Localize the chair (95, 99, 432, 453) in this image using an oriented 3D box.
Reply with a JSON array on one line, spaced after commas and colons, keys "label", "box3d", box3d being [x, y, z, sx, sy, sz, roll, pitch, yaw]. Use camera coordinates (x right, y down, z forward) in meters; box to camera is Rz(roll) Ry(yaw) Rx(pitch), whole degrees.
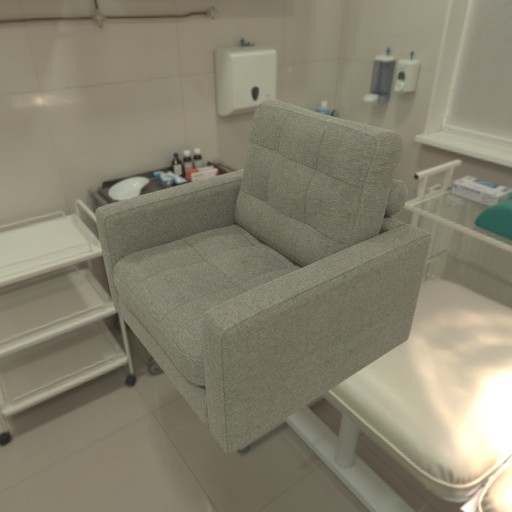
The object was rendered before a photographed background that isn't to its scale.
[{"label": "chair", "box3d": [0.000, 0.000, 1.513, 0.843, 0.880, 0.821, -21, 37, -31]}]
